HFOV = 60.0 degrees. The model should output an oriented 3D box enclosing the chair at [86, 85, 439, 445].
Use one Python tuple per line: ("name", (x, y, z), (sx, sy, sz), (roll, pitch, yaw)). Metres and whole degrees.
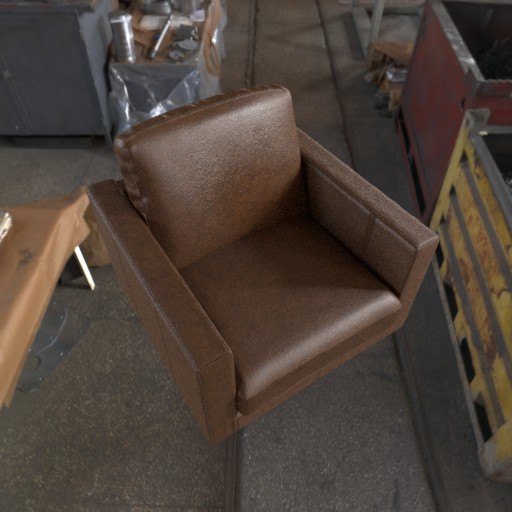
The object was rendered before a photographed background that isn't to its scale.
("chair", (0.000, 0.000, 1.653), (0.890, 0.956, 0.909), (-25, 52, -21))
